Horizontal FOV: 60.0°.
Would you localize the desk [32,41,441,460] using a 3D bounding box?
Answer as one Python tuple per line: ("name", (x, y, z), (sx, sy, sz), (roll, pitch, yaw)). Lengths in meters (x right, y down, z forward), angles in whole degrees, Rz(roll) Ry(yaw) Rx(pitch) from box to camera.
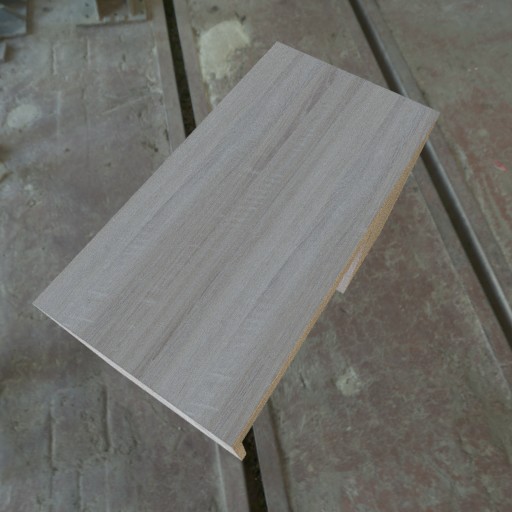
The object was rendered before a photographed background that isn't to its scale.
("desk", (0.000, 0.000, 1.517), (0.600, 0.731, 1.100), (30, 67, 14))
